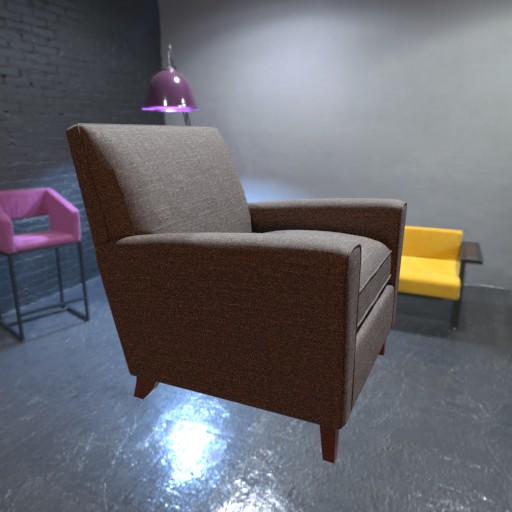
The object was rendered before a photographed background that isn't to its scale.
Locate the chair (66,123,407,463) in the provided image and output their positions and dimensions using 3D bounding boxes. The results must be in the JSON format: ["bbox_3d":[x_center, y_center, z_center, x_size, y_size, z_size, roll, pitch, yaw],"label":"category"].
[{"bbox_3d":[0.000,0.000,1.554,0.875,0.885,0.838,8,17,26],"label":"chair"}]
